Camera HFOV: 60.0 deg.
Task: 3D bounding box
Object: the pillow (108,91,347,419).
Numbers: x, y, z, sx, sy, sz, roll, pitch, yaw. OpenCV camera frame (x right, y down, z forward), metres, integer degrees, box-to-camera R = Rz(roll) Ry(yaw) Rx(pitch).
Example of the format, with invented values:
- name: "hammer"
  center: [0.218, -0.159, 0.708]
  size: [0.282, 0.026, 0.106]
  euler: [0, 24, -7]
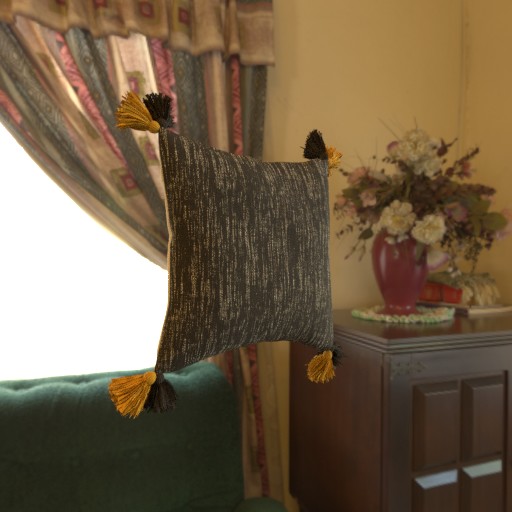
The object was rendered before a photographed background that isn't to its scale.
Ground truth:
- name: "pillow"
  center: [0.000, 0.000, 0.991]
  size: [0.654, 0.659, 0.139]
  euler: [0, -1, -37]
